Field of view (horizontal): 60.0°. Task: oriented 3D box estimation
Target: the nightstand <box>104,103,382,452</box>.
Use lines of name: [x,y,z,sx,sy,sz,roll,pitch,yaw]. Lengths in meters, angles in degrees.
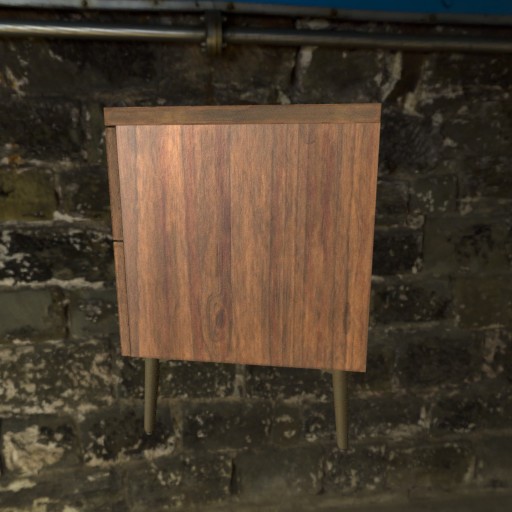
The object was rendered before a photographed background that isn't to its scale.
nightstand: [0.000,0.000,1.042,0.458,0.610,0.610,2,13,8]
